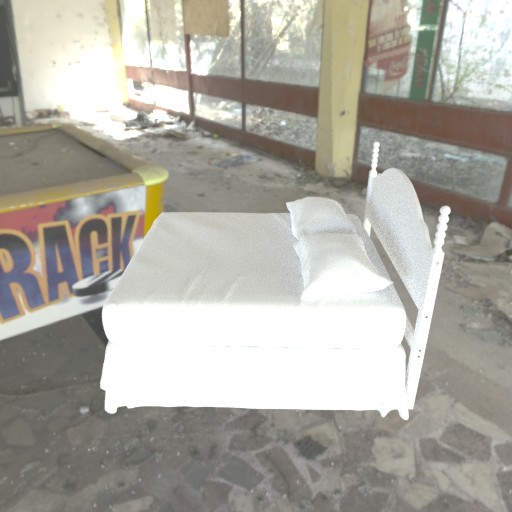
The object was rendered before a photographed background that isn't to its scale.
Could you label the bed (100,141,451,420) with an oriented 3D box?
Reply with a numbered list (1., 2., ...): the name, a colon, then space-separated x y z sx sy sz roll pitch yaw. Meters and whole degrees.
1. bed: 0.000 0.000 3.277 2.040 1.356 1.873 1 26 1
